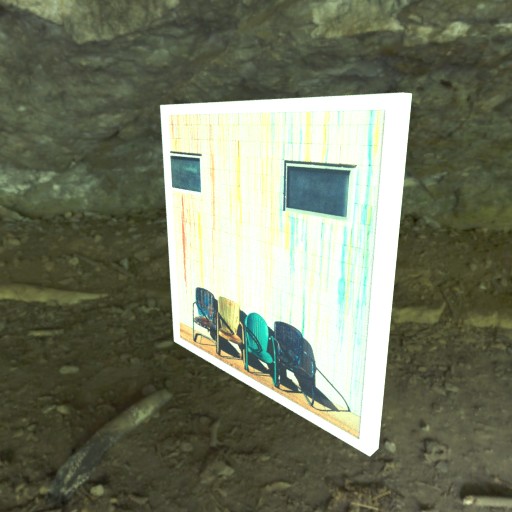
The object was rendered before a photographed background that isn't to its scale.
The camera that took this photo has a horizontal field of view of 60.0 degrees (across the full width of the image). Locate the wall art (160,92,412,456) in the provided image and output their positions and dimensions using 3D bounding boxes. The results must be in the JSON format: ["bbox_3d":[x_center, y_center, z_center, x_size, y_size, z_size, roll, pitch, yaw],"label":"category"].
[{"bbox_3d":[0.000,0.000,1.149,0.036,0.760,0.760,-16,23,-42],"label":"wall art"}]
